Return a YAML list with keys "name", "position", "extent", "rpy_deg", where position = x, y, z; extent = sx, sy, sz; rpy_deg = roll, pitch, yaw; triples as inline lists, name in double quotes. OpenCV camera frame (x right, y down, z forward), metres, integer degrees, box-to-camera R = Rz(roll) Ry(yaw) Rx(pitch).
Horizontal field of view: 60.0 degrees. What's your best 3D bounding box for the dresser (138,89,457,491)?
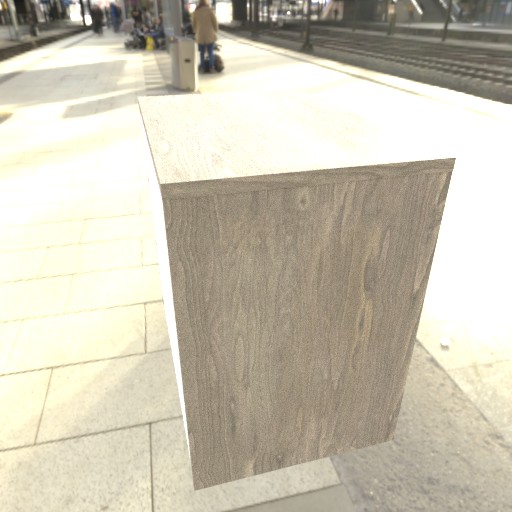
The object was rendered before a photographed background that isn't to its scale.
- name: "dresser"
  position: [0.000, 0.000, 1.266]
  extent: [0.529, 0.762, 0.809]
  rpy_deg: [-8, 30, -14]
